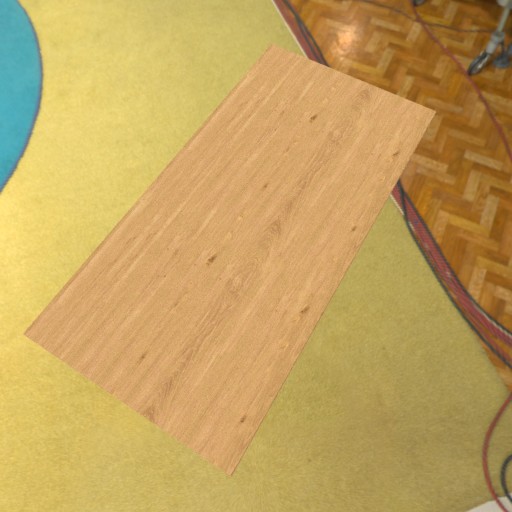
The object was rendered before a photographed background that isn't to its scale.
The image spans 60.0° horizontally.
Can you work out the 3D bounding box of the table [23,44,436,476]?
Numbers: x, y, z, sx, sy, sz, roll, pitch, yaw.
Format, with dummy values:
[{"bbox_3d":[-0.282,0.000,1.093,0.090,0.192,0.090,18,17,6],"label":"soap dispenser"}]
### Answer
[{"bbox_3d":[0.000,0.000,1.128,0.450,0.452,0.899,28,67,13],"label":"table"}]
